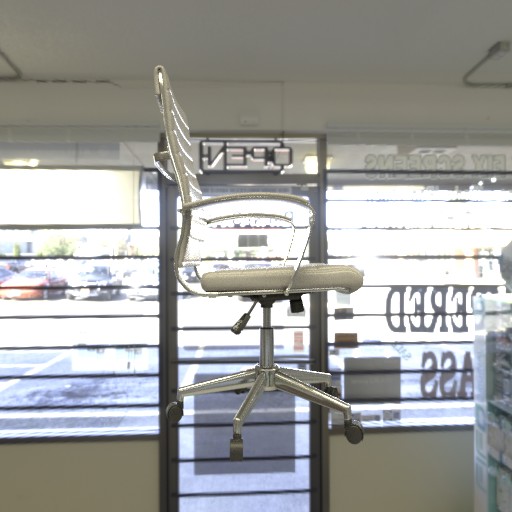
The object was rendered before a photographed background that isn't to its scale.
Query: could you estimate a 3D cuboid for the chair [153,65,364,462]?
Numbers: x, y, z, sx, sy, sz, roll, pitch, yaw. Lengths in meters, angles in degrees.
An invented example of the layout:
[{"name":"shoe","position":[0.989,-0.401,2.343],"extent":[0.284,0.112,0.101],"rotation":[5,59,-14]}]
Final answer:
[{"name":"chair","position":[0.000,0.000,1.554],"extent":[0.667,1.149,0.679],"rotation":[0,0,-1]}]
